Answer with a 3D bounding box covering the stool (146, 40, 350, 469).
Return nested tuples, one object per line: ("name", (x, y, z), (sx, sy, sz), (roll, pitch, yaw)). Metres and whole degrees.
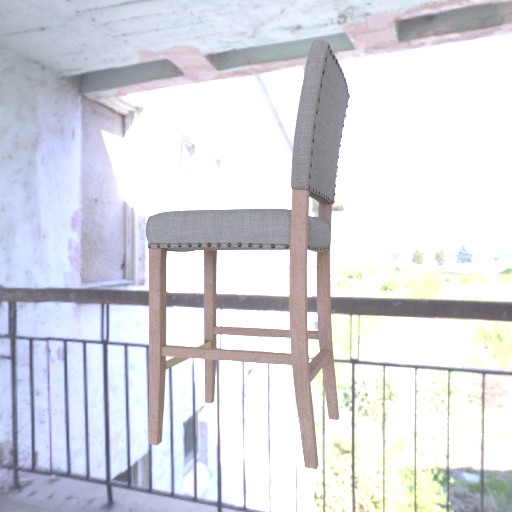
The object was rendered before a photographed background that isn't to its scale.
("stool", (0.000, 0.000, 1.487), (0.585, 1.173, 0.445), (0, 1, 19))
